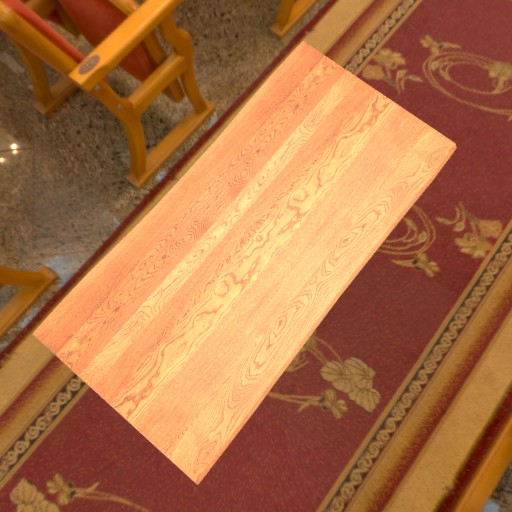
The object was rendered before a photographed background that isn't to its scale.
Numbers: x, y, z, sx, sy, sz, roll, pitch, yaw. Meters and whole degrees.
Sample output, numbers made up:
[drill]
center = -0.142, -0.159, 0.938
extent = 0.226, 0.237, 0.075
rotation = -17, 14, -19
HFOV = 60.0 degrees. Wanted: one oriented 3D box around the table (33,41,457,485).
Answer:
[table]
center = 0.000, 0.000, 2.251
extent = 0.900, 0.770, 1.800
rotation = 38, 79, 9
